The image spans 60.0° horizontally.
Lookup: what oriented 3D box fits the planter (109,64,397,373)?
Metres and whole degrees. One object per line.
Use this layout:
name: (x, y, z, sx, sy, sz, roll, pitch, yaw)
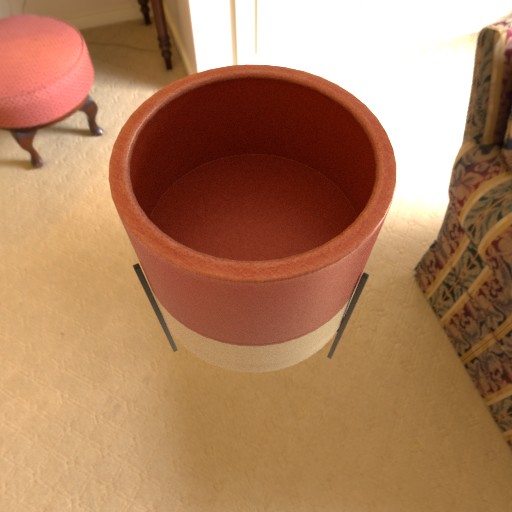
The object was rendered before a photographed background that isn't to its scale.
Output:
planter: (0.000, 0.000, 0.725, 0.354, 0.465, 0.345, 29, 63, 16)
